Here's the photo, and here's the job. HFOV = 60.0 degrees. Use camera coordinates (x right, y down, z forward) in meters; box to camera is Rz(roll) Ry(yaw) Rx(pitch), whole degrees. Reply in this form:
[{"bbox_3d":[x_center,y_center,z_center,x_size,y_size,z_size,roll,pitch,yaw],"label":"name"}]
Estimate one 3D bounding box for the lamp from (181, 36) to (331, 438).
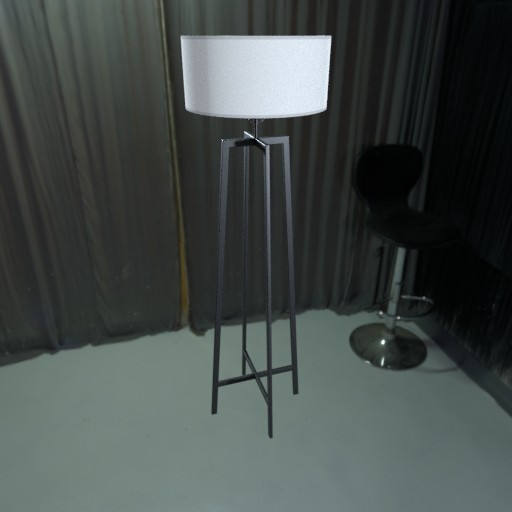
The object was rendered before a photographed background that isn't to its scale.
[{"bbox_3d":[0.000,0.000,1.697,0.457,1.510,0.456,-8,28,-16],"label":"lamp"}]
